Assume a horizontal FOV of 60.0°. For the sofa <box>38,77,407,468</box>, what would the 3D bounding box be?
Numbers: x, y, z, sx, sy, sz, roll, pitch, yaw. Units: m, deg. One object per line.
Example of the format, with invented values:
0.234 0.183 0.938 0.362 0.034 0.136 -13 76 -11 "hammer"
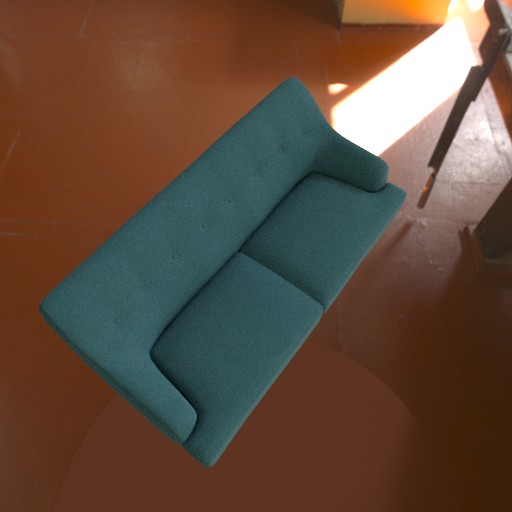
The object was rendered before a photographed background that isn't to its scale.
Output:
0.000 0.000 2.565 0.978 0.871 2.057 33 64 18 "sofa"
